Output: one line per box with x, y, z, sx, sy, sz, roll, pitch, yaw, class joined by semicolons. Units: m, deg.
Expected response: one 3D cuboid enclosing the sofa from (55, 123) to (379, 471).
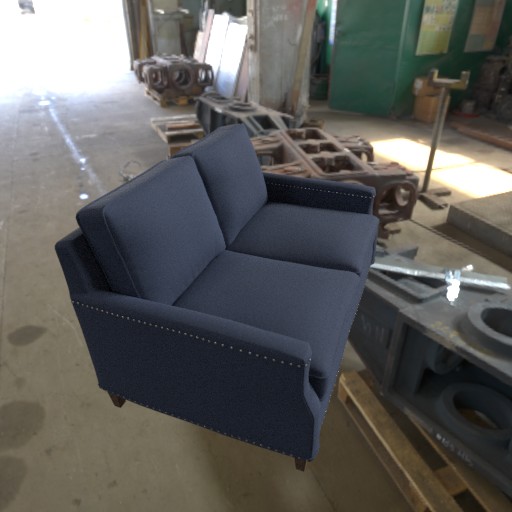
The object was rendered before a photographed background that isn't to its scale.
0.000;0.000;2.277;1.084;1.003;1.597;11;33;18;sofa
